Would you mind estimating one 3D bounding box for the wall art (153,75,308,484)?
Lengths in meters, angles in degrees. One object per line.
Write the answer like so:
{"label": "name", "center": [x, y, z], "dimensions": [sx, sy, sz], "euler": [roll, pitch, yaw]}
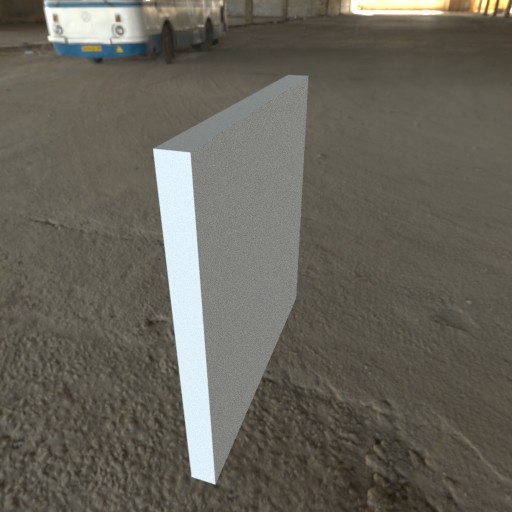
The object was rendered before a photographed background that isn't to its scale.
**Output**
{"label": "wall art", "center": [0.000, 0.000, 0.526], "dimensions": [0.027, 0.355, 0.355], "euler": [9, 31, 16]}
